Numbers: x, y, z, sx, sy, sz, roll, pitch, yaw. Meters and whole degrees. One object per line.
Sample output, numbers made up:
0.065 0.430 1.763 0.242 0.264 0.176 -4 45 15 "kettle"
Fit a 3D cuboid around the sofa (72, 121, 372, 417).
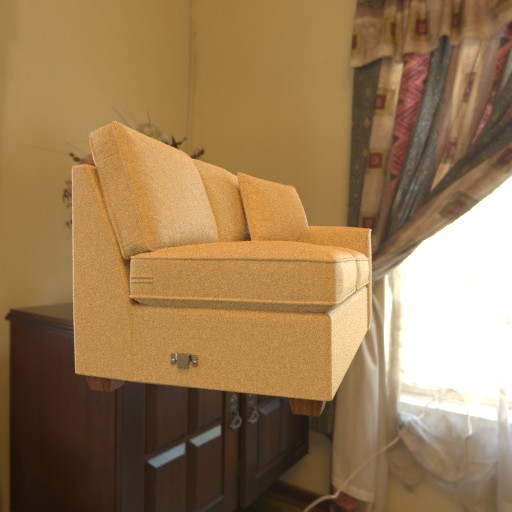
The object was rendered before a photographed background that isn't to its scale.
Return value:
0.000 0.000 2.106 0.991 0.989 1.388 0 1 19 "sofa"
